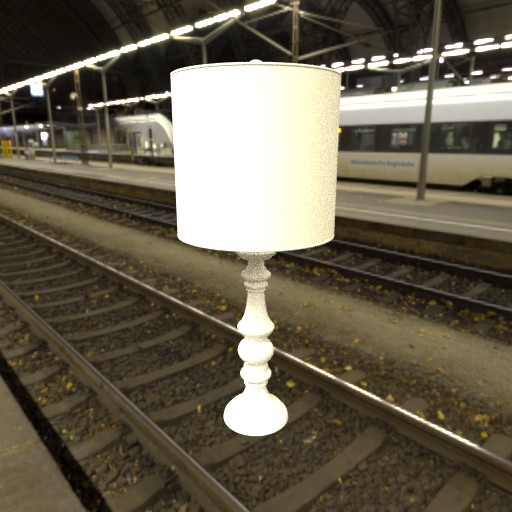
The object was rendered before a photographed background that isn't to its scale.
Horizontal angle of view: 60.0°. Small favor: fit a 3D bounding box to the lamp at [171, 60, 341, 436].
[{"bbox_3d":[0.000,0.000,0.729,0.250,0.597,0.250,7,16,26],"label":"lamp"}]
